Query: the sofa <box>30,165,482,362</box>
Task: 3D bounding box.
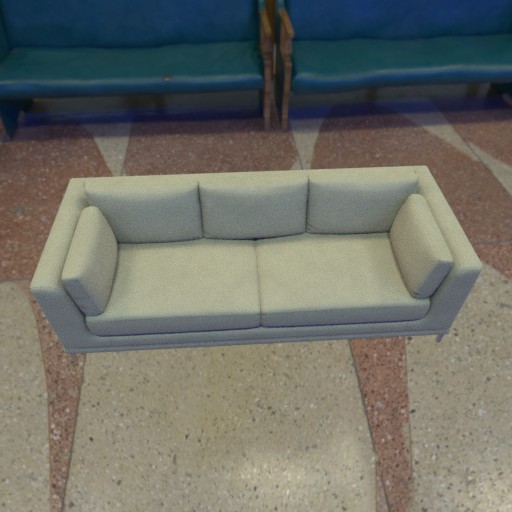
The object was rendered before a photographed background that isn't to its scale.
[{"bbox_3d":[0.000,0.000,2.881,2.415,0.867,0.969,-3,46,-2],"label":"sofa"}]
